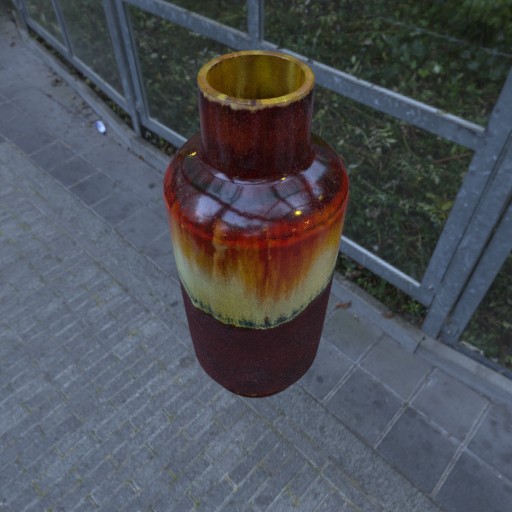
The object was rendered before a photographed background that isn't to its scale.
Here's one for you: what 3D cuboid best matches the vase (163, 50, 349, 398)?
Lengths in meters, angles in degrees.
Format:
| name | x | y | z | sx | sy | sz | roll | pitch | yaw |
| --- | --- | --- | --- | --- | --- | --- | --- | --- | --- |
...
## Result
| name | x | y | z | sx | sy | sz | roll | pitch | yaw |
| --- | --- | --- | --- | --- | --- | --- | --- | --- | --- |
| vase | 0.000 | 0.000 | 0.311 | 0.111 | 0.261 | 0.111 | 0 | 47 | 0 |
